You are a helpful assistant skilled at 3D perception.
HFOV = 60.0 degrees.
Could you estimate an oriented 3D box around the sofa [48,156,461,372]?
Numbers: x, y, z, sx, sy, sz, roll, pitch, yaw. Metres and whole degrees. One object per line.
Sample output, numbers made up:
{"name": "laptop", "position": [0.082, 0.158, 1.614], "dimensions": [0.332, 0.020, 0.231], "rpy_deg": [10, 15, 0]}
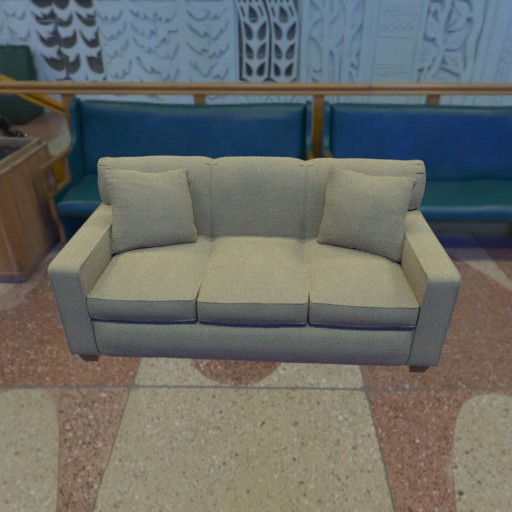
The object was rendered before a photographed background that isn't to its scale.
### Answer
{"name": "sofa", "position": [0.000, 0.000, 2.594], "dimensions": [2.024, 0.958, 0.997], "rpy_deg": [1, 31, 2]}
